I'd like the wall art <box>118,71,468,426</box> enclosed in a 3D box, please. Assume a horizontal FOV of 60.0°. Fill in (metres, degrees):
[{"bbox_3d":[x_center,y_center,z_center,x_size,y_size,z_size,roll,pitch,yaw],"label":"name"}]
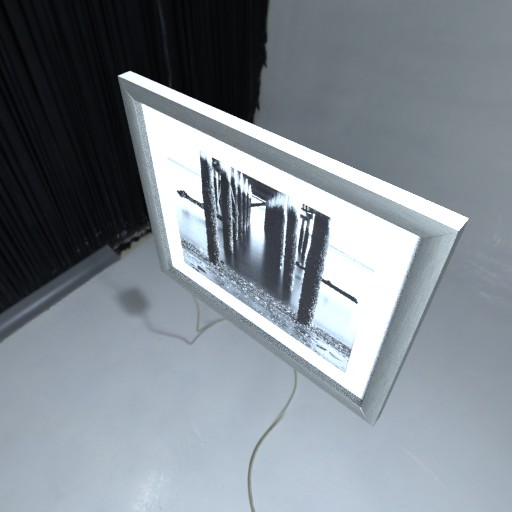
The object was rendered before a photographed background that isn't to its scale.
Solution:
[{"bbox_3d":[0.000,0.000,0.739,0.556,0.457,0.028,32,53,27],"label":"wall art"}]
